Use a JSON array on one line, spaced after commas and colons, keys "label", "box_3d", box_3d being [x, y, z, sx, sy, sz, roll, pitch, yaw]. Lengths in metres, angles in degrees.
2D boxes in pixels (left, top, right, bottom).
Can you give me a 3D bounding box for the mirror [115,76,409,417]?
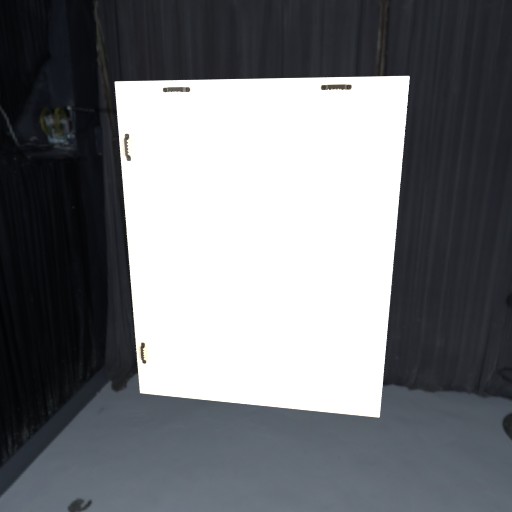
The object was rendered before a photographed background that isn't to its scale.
[{"label": "mirror", "box_3d": [0.000, 0.000, 0.686, 0.406, 0.509, 0.041, 3, 16, 9]}]
